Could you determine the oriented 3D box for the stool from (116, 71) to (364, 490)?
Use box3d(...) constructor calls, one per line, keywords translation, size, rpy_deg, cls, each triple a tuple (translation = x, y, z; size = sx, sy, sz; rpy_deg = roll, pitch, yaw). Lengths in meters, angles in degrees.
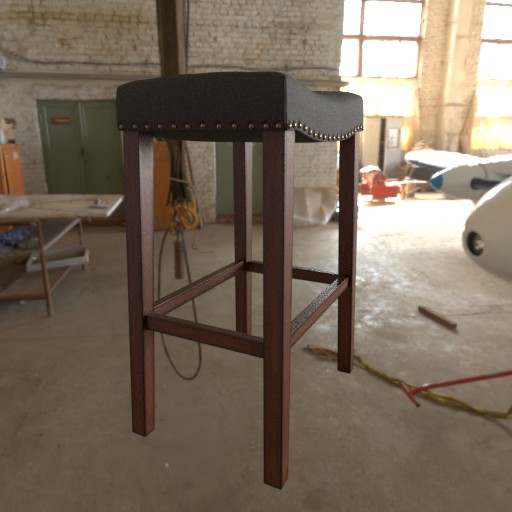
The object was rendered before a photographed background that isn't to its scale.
box3d(translation=(0.000, 0.000, 1.029), size=(0.366, 0.748, 0.502), rpy_deg=(8, 17, 26), cls="stool")
